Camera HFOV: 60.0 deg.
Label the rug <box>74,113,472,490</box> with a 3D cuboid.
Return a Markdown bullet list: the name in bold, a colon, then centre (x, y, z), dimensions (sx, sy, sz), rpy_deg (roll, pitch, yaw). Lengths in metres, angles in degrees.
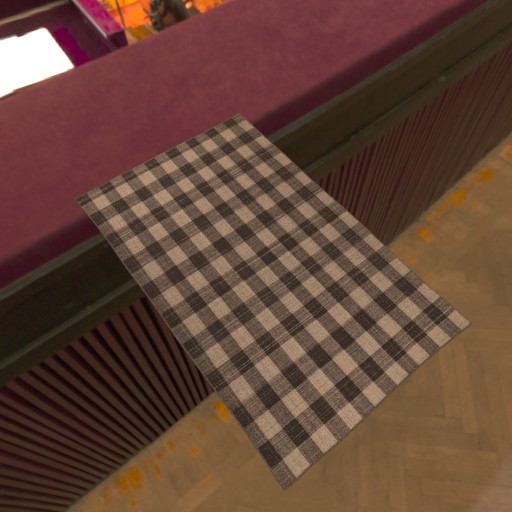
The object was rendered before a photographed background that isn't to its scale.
- **rug**: centre (0.000, 0.000, 3.071), dimensions (1.554, 0.011, 2.476), rpy_deg (-33, 64, -19)
